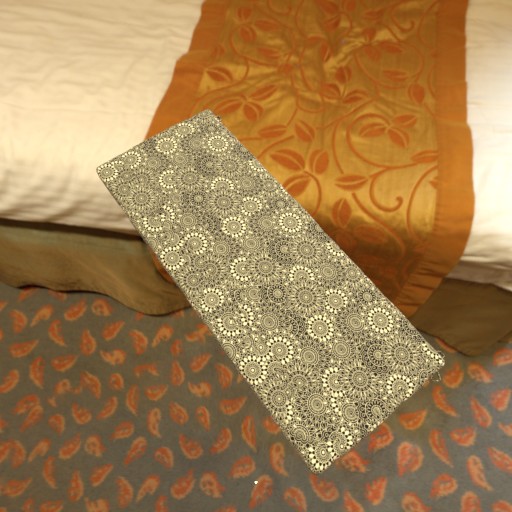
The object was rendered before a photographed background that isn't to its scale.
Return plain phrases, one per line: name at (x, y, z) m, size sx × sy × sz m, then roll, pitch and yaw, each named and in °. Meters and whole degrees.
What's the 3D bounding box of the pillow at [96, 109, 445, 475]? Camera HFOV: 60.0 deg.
pillow at (0.000, 0.000, 1.350) m, size 0.492 × 0.081 × 1.187 m, roll -34°, pitch 68°, yaw -16°
